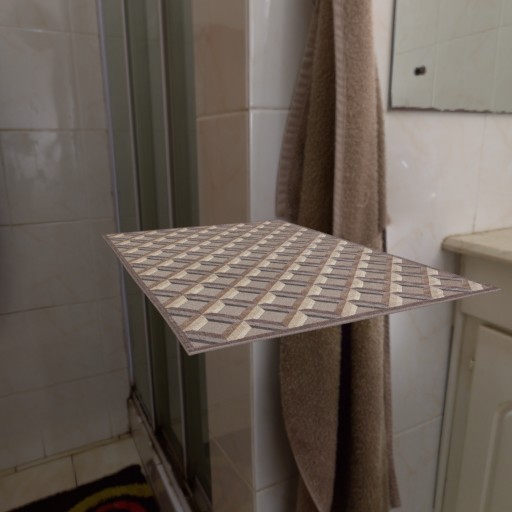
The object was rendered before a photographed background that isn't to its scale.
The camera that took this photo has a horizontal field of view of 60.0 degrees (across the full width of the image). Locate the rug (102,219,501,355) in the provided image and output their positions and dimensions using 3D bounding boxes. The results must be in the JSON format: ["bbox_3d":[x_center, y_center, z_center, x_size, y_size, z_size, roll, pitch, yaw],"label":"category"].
[{"bbox_3d":[0.000,0.000,2.829,1.600,0.013,2.260,-7,16,-25],"label":"rug"}]
